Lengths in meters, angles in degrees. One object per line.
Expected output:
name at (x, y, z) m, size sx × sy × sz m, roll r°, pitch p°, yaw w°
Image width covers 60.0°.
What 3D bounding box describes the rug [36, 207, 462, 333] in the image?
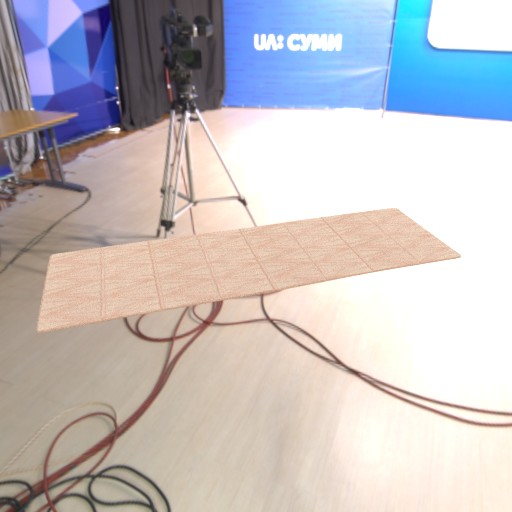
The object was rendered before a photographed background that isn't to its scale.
rug at (0.000, 0.000, 2.734) m, size 2.435 × 0.015 × 0.760 m, roll -9°, pitch 32°, yaw -14°
